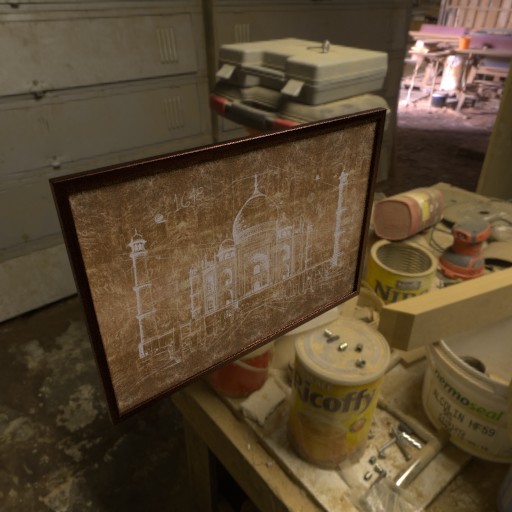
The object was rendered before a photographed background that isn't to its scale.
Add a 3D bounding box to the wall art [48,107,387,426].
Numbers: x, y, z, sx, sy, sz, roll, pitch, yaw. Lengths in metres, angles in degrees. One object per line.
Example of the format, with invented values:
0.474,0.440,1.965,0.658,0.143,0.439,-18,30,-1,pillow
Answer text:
0.000,0.000,0.559,0.431,0.304,0.012,-22,37,-31,wall art
